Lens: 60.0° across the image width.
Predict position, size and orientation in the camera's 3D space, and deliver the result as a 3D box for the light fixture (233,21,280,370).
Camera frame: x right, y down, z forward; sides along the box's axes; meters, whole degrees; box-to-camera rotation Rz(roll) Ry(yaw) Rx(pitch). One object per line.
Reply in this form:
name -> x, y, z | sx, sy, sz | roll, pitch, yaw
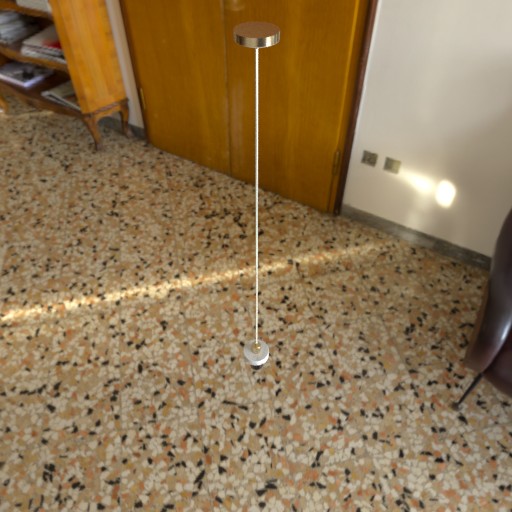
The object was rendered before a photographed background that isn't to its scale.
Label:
light fixture -> 0.000, 0.000, 1.738 | 0.129, 1.669, 0.129 | -2, 46, -2
